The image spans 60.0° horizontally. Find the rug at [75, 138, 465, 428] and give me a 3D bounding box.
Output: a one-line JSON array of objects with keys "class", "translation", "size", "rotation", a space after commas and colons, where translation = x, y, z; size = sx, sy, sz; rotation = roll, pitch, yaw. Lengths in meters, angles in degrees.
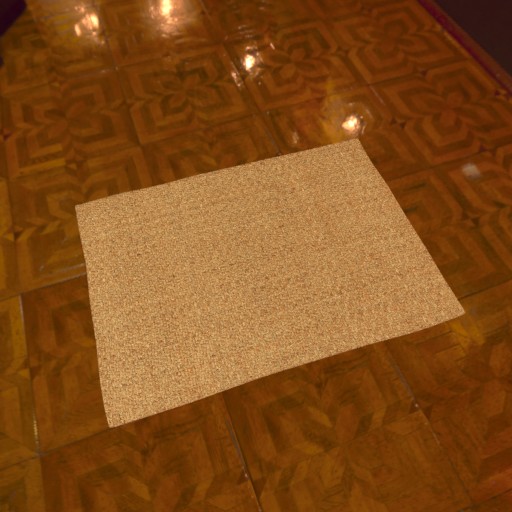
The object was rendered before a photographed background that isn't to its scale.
[{"class": "rug", "translation": [0.000, 0.000, 2.858], "size": [2.141, 0.013, 1.566], "rotation": [-16, 61, -9]}]
